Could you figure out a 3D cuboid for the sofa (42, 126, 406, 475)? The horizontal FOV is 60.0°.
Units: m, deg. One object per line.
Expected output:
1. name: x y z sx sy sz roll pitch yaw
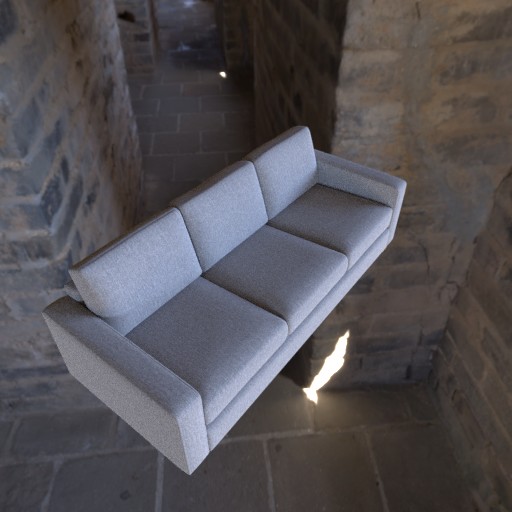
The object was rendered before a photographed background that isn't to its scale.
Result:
1. sofa: 0.000 0.000 2.565 0.900 0.800 2.120 27 47 27
